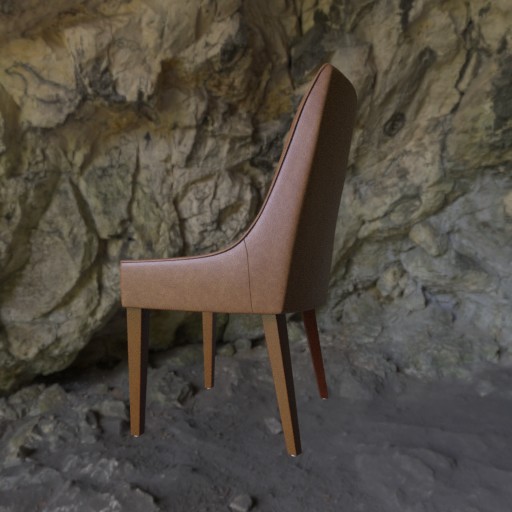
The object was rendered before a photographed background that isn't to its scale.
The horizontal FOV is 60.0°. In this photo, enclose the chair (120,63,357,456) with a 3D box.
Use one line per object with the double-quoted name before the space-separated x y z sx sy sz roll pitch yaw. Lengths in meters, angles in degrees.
"chair" 0.000 0.000 1.209 0.544 0.861 0.529 0 -2 17
